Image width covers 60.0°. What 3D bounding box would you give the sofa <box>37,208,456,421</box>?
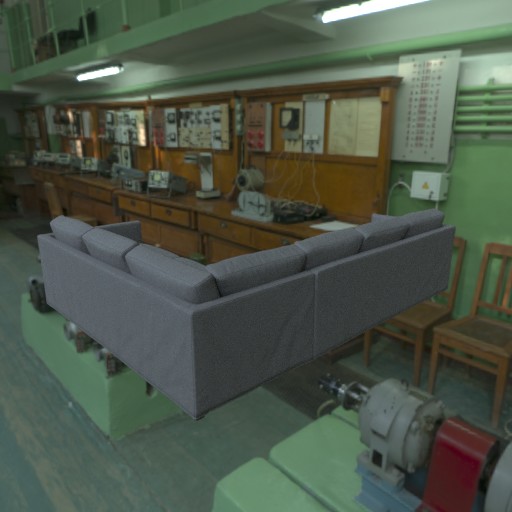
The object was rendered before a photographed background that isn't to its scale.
[{"bbox_3d":[0.000,0.000,4.268,3.182,0.871,2.432,-15,22,-41],"label":"sofa"}]
